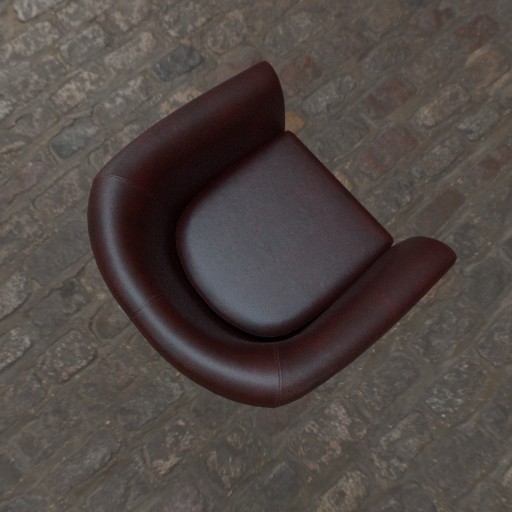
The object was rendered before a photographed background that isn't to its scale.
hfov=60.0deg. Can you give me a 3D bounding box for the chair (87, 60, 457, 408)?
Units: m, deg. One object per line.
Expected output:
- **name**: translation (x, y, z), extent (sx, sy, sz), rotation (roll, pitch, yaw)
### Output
- **chair**: translation (0.000, 0.000, 1.379), extent (0.727, 0.756, 0.792), rotation (-39, 79, -9)
